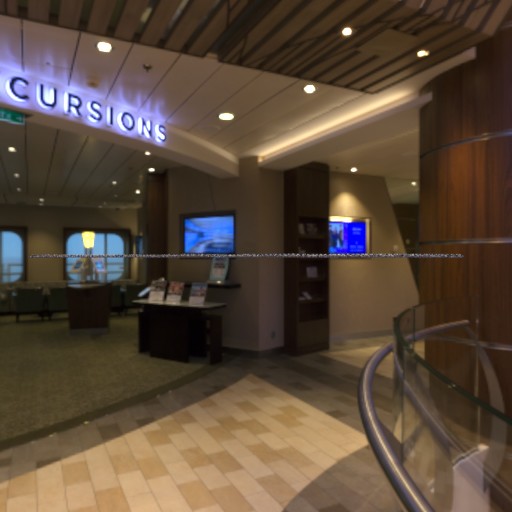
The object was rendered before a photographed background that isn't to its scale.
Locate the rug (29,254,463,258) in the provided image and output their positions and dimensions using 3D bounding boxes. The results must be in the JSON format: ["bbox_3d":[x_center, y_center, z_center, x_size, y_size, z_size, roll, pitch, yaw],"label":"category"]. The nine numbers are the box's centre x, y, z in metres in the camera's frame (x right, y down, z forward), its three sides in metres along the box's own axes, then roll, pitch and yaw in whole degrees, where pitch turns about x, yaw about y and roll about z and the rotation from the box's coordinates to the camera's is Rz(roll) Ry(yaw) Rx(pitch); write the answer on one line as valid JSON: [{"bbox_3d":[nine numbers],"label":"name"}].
[{"bbox_3d":[0.000,0.000,3.092,2.443,0.021,1.538,0,0,17],"label":"rug"}]
